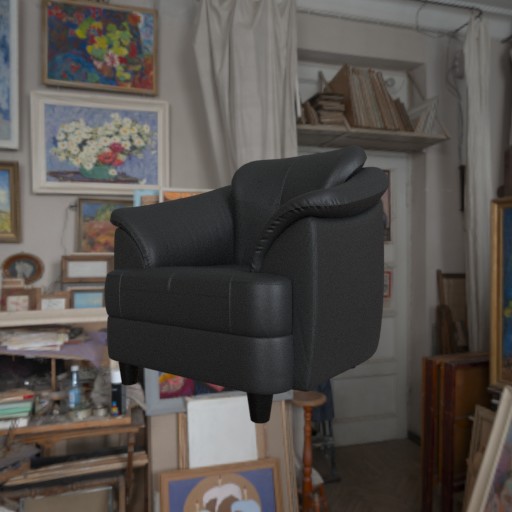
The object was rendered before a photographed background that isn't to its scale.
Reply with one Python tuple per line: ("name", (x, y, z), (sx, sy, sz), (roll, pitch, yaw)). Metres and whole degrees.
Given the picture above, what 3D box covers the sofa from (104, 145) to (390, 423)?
("sofa", (0.000, 0.000, 1.516), (0.870, 0.811, 0.794), (0, 1, 37))
